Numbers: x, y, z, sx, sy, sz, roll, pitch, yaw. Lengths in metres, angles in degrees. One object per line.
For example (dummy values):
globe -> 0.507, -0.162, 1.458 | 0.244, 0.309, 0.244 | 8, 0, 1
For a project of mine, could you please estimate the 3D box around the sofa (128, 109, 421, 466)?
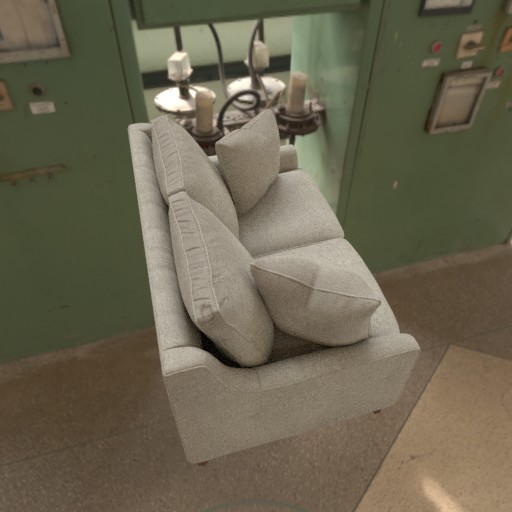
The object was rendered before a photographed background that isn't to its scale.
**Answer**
sofa -> 0.000, 0.000, 2.000 | 0.915, 0.863, 1.422 | -11, 46, -11
